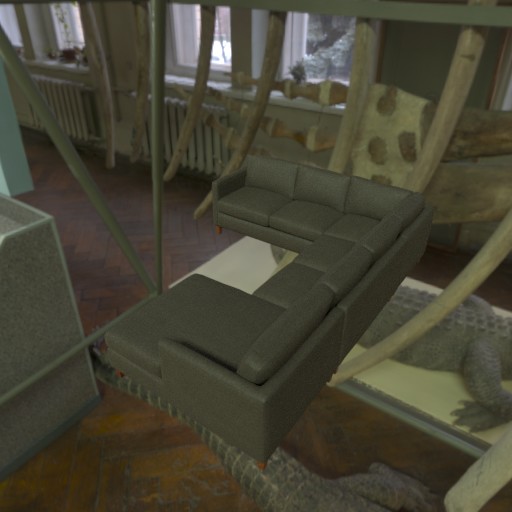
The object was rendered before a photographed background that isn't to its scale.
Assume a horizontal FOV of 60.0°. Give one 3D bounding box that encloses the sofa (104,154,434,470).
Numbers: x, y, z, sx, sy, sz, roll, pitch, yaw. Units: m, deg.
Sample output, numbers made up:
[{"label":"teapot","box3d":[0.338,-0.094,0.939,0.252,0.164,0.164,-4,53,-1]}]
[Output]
[{"label":"sofa","box3d":[0.000,0.000,4.592,2.594,0.961,3.460,20,37,30]}]
